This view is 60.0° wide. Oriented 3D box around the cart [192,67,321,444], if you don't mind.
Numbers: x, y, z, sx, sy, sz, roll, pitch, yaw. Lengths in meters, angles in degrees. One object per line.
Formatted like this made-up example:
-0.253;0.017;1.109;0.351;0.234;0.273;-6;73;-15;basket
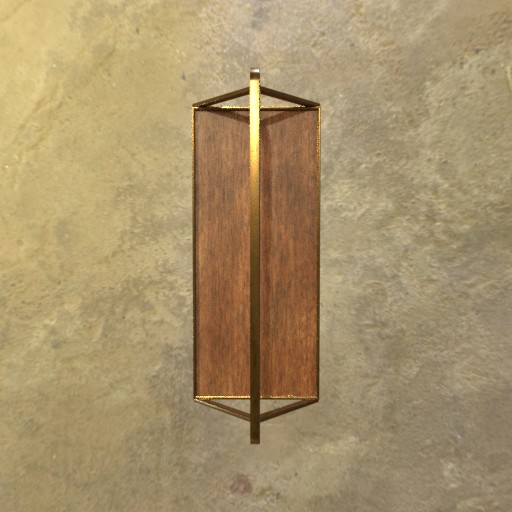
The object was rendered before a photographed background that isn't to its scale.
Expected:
0.000;0.000;1.185;0.313;0.805;0.723;0;92;1;cart
